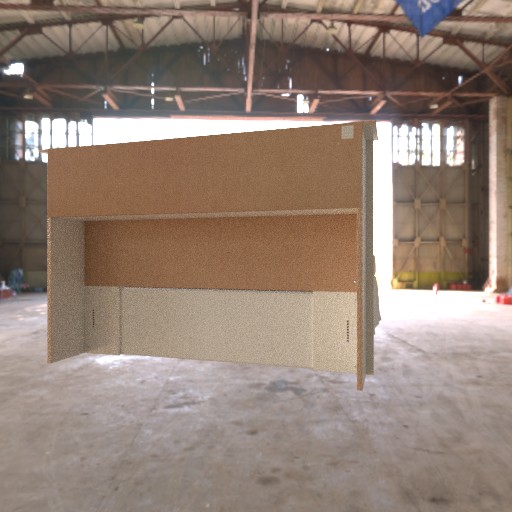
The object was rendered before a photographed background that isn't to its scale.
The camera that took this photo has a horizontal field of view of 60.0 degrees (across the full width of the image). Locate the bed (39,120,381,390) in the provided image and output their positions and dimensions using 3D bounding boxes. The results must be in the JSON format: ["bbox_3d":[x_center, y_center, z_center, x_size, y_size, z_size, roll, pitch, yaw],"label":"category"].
[{"bbox_3d":[0.000,0.000,3.044,1.671,1.092,2.133,0,0,17],"label":"bed"}]
